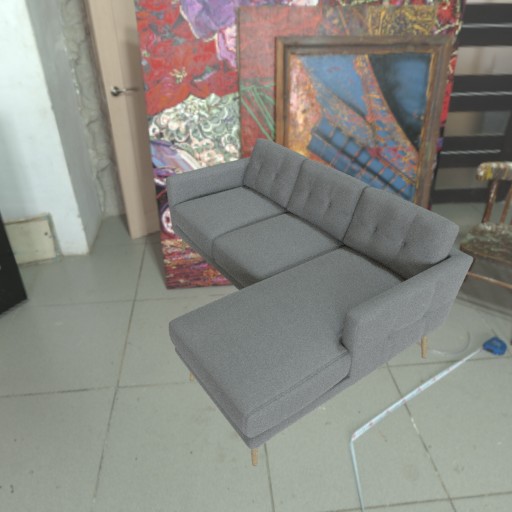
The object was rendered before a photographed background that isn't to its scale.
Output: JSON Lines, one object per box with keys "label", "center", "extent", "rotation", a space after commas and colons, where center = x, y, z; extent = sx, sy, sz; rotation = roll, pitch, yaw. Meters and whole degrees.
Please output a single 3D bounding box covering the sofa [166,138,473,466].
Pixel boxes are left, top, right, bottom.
{"label": "sofa", "center": [0.000, 0.000, 2.850], "extent": [1.530, 0.860, 2.040], "rotation": [-21, 38, -29]}
